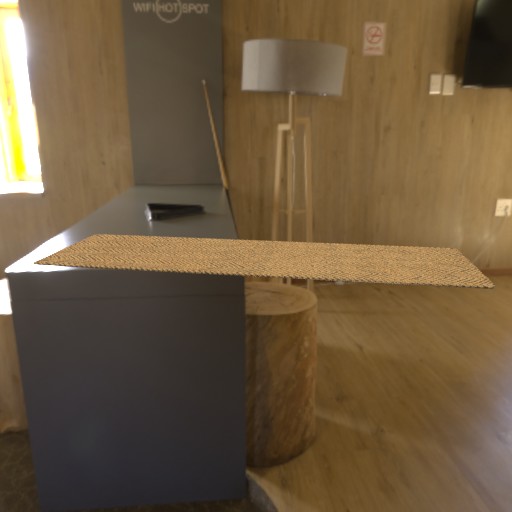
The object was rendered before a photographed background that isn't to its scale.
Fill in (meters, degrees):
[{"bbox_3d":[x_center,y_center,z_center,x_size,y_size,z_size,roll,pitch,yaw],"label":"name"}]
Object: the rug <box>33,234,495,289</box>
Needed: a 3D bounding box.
[{"bbox_3d":[0.000,0.000,2.471,2.286,0.008,0.686,3,16,9],"label":"rug"}]
